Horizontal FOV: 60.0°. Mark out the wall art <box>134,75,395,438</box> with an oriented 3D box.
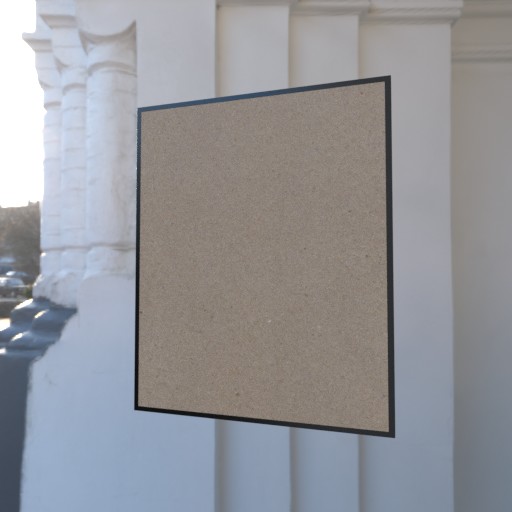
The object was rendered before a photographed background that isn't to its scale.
[{"bbox_3d":[0.000,0.000,0.757,0.448,0.551,0.038,-1,-2,18],"label":"wall art"}]
